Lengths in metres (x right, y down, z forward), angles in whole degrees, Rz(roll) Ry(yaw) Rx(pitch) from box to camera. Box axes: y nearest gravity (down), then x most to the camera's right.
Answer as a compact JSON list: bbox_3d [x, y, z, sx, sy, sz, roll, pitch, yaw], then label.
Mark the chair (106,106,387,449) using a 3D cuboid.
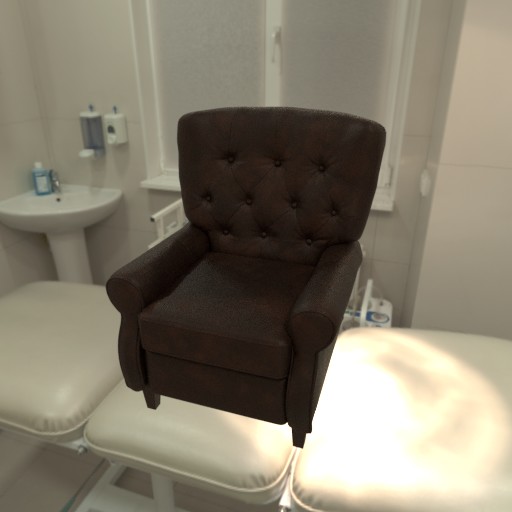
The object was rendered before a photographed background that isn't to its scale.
[{"bbox_3d":[0.000,0.000,1.930,0.948,1.158,1.058,8,26,17],"label":"chair"}]
